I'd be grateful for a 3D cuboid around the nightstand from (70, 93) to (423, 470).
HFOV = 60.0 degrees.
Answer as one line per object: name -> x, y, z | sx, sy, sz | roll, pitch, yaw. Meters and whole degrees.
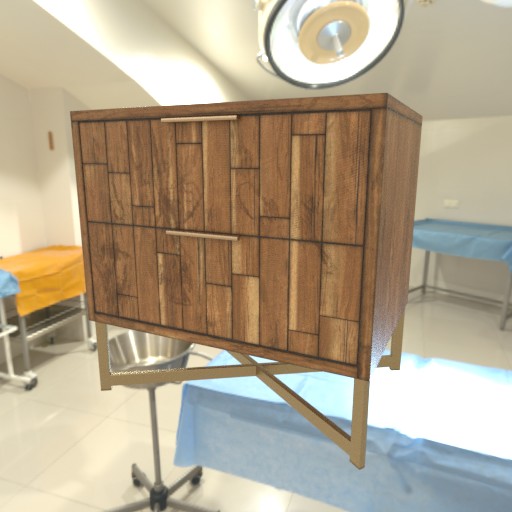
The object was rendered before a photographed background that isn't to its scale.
nightstand -> 0.000, 0.000, 0.993 | 0.610, 0.610, 0.446 | 6, 14, 25
